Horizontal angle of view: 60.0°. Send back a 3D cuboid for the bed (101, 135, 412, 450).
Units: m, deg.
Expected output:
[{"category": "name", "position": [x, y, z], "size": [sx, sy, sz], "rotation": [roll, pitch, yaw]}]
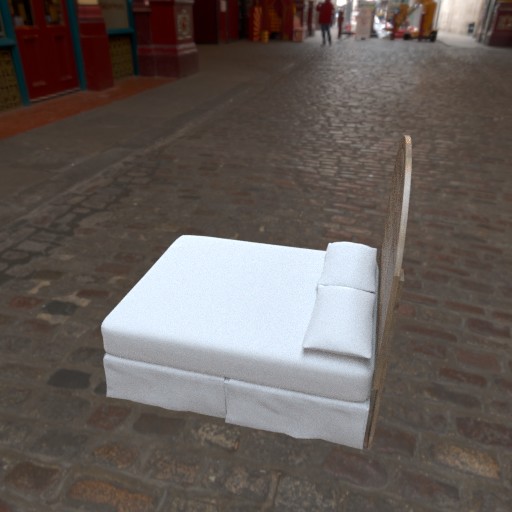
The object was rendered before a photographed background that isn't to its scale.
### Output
[{"category": "bed", "position": [0.000, 0.000, 3.558], "size": [2.112, 2.002, 1.713], "rotation": [7, 30, 13]}]
